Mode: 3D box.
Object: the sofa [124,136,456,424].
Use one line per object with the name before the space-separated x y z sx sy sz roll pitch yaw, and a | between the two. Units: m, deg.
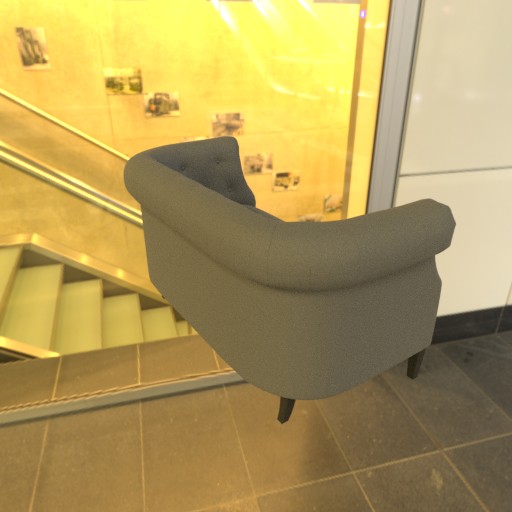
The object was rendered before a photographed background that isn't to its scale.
sofa | 0.000 0.000 2.060 0.835 0.827 1.558 -17 31 -30
